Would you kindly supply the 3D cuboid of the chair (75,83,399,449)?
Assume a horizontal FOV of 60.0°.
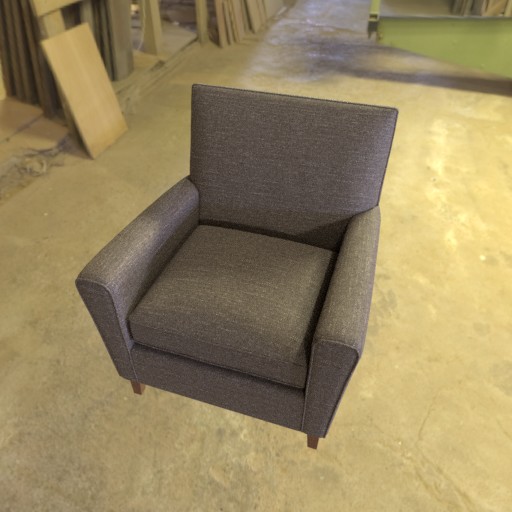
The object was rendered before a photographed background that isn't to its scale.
[{"bbox_3d":[0.000,0.000,1.598,0.838,0.885,0.875,12,42,14],"label":"chair"}]
